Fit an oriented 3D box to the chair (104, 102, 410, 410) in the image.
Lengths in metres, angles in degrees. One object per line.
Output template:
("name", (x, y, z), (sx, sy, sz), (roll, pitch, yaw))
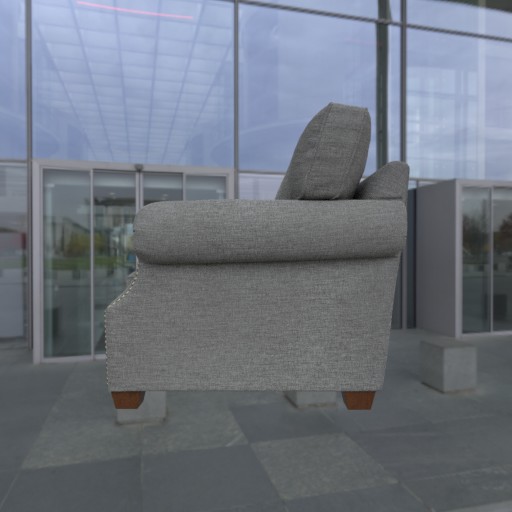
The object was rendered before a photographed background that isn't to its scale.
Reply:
("chair", (0.000, 0.000, 1.834), (0.965, 0.961, 1.092), (0, 1, 0))
